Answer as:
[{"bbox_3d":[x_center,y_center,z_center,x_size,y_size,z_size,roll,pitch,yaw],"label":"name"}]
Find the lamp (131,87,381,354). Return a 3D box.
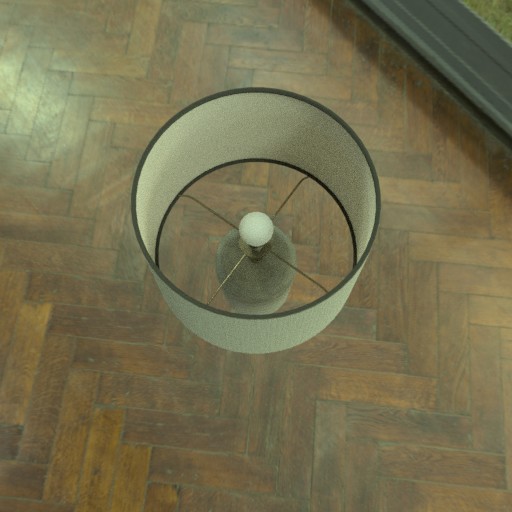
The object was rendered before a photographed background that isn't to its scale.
[{"bbox_3d":[0.000,0.000,0.860,0.376,0.594,0.376,0,74,0],"label":"lamp"}]
